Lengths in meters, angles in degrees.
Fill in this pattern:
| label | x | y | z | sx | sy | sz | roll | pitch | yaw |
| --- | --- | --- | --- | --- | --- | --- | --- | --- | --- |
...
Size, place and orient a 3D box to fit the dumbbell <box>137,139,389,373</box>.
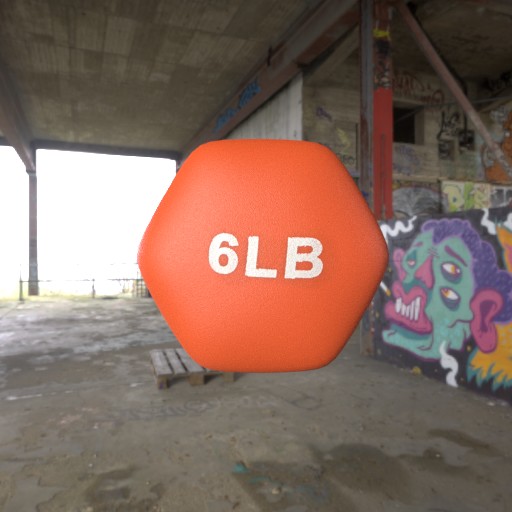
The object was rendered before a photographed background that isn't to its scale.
| label | x | y | z | sx | sy | sz | roll | pitch | yaw |
| --- | --- | --- | --- | --- | --- | --- | --- | --- | --- |
| dumbbell | 0.000 | 0.000 | 0.204 | 0.079 | 0.071 | 0.162 | 0 | 0 | -1 |
